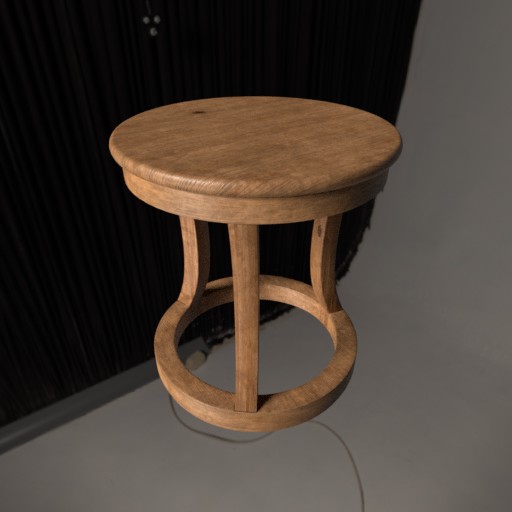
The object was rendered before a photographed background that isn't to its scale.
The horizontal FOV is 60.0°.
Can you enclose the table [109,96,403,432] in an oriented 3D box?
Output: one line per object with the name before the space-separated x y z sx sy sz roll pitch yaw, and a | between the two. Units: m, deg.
table | 0.000 0.000 0.793 0.432 0.460 0.432 0 32 0
